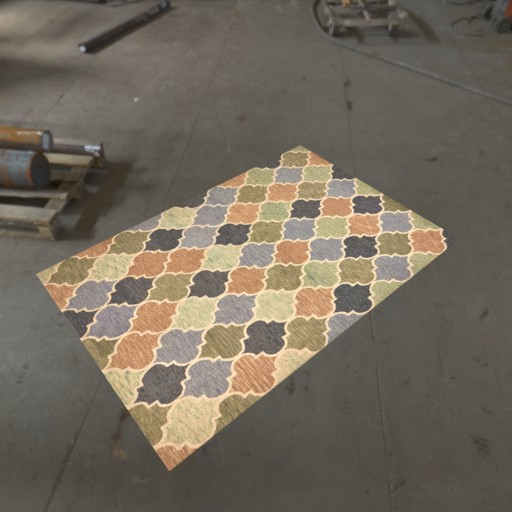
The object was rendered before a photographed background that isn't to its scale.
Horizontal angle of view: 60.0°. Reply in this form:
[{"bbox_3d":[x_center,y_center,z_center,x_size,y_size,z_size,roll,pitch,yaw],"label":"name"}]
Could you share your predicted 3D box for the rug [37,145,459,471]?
[{"bbox_3d":[0.000,0.000,2.292,1.828,0.006,1.216,-31,53,-27],"label":"rug"}]
